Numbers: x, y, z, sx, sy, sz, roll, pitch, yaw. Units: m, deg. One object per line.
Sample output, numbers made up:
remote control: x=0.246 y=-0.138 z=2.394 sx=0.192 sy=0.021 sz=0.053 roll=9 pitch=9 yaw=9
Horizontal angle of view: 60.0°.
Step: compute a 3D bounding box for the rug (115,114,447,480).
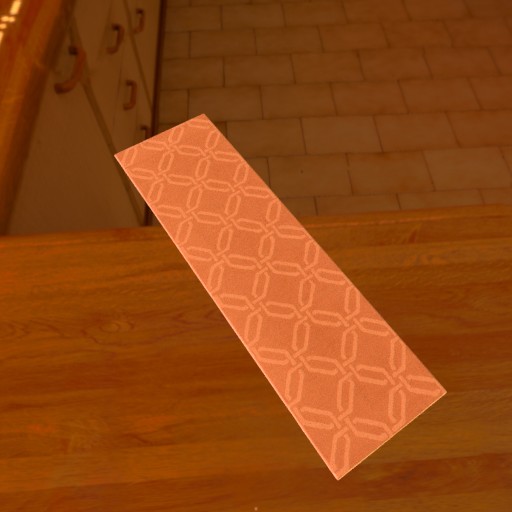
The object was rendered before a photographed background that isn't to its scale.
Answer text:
rug: x=0.000 y=0.000 z=2.500 sx=0.678 sy=0.014 sz=2.276 roll=-30 pitch=65 yaw=-16
